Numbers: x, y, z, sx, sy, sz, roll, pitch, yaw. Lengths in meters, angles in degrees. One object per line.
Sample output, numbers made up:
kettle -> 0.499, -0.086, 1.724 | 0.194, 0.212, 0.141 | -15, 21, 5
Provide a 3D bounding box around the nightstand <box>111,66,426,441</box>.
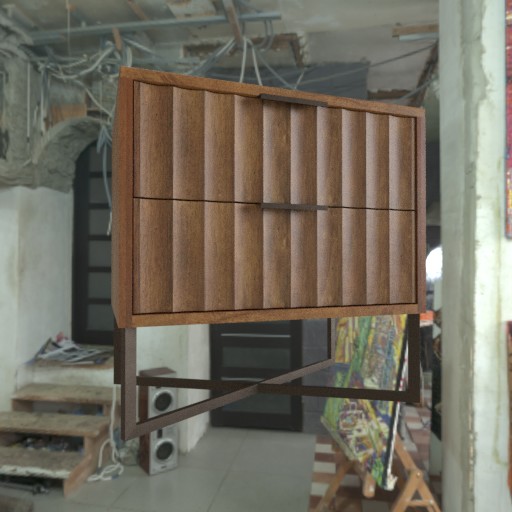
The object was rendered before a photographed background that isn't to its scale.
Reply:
nightstand -> 0.000, 0.000, 1.008 | 0.613, 0.615, 0.427 | 0, -1, -20
